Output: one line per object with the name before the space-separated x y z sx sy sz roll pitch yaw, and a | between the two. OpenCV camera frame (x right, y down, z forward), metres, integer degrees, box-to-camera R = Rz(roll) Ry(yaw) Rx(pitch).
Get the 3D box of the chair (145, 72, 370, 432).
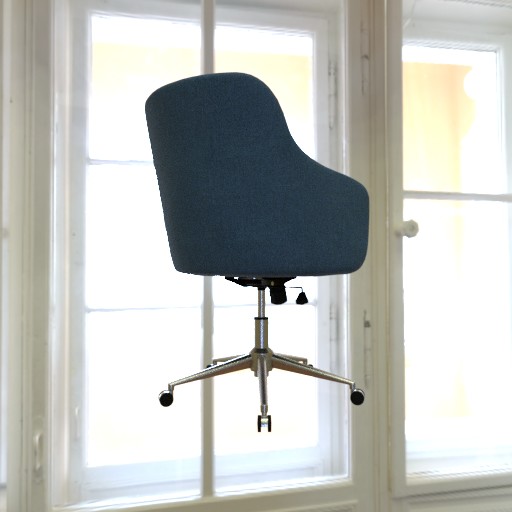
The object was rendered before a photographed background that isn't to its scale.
chair | 0.000 0.000 1.291 0.599 0.820 0.655 0 -1 36
